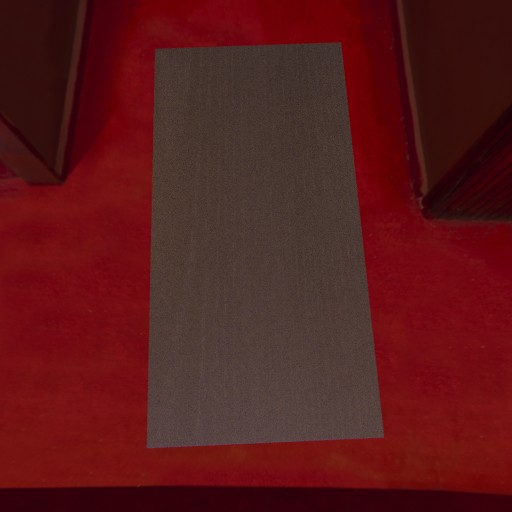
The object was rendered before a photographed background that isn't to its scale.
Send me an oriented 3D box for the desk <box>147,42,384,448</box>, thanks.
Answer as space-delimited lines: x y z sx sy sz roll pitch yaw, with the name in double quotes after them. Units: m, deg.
0.000 0.000 1.378 0.499 0.660 0.991 -2 75 -1 "desk"
